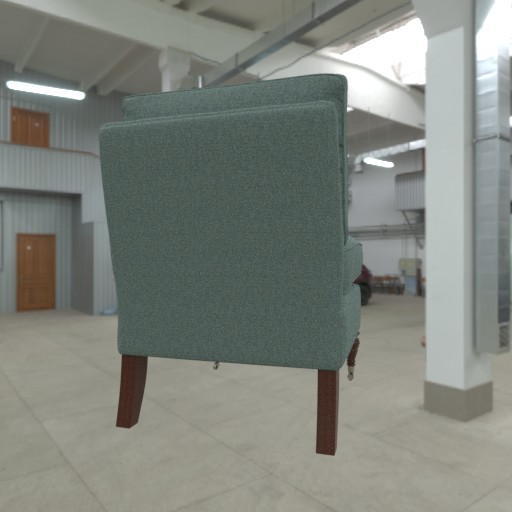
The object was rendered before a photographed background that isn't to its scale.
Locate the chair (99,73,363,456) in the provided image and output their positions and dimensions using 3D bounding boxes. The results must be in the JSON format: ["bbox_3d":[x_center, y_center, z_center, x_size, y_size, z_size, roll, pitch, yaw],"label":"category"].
[{"bbox_3d":[0.000,0.000,1.391,0.624,0.901,0.796,0,0,17],"label":"chair"}]
